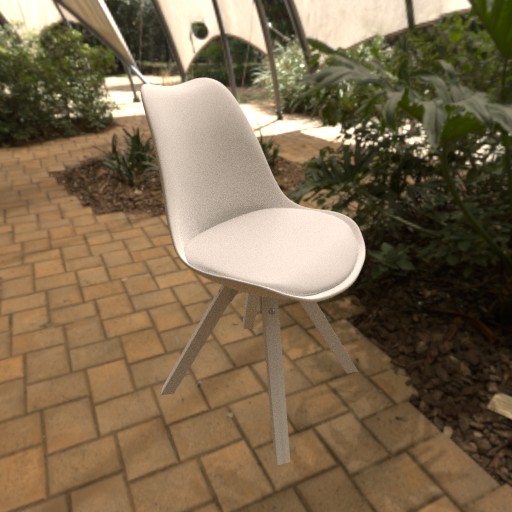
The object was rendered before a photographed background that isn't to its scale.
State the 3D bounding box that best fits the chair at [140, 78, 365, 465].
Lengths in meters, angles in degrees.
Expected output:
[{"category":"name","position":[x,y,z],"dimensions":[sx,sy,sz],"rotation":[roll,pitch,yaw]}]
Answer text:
[{"category":"chair","position":[0.000,0.000,1.187],"dimensions":[0.550,0.850,0.485],"rotation":[18,32,31]}]
